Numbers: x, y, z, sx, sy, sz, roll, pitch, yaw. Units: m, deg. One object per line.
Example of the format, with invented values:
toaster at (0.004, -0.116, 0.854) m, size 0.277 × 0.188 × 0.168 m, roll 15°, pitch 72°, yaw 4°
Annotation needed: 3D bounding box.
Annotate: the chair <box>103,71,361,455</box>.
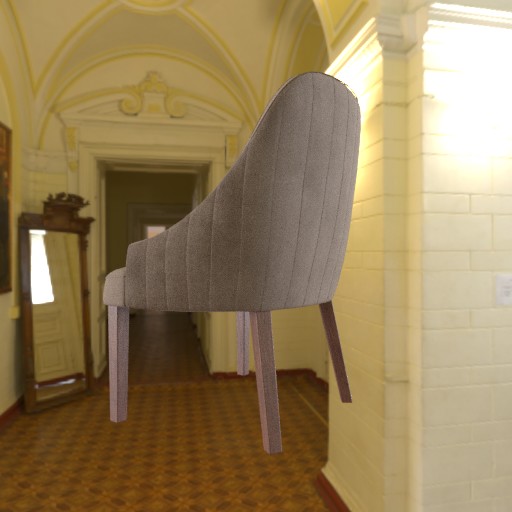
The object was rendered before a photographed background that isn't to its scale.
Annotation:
chair at (0.000, 0.000, 1.291) m, size 0.575 × 0.889 × 0.643 m, roll 0°, pitch 0°, yaw 34°
